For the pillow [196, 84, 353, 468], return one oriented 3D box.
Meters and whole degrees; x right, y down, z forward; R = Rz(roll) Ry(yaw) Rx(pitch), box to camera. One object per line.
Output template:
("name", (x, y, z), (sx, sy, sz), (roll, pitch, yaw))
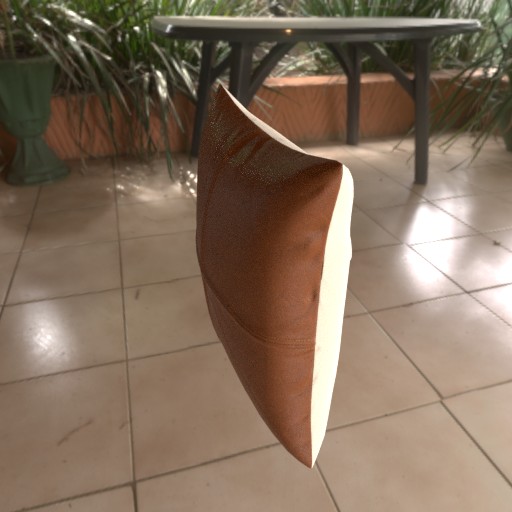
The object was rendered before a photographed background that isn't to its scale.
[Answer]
("pillow", (0.000, 0.000, 0.749), (0.192, 0.477, 0.501), (-9, 31, -15))
